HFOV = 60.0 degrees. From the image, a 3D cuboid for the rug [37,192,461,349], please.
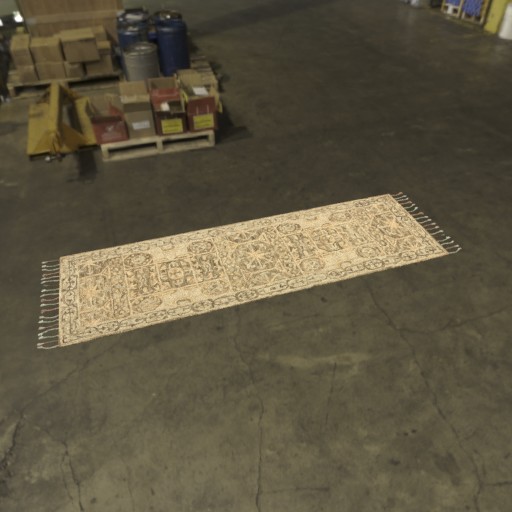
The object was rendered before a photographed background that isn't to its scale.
[{"bbox_3d":[0.000,0.000,2.905,2.664,0.011,0.762,-12,42,-14],"label":"rug"}]
